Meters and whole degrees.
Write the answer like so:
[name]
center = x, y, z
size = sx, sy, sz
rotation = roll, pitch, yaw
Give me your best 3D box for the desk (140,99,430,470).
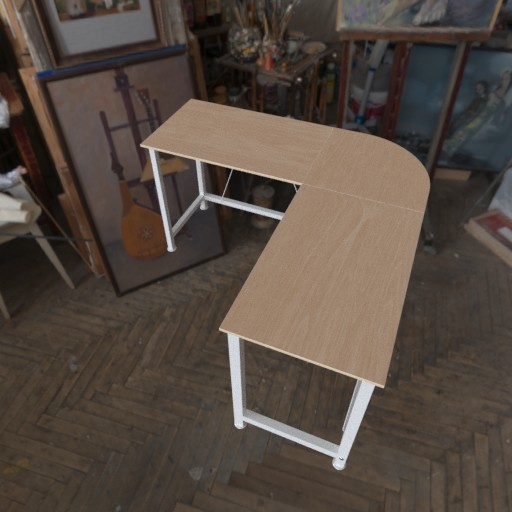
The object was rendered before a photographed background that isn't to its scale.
[desk]
center = 0.000, 0.000, 2.219
size = 1.400, 0.762, 1.400
rotation = 16, 48, 16
